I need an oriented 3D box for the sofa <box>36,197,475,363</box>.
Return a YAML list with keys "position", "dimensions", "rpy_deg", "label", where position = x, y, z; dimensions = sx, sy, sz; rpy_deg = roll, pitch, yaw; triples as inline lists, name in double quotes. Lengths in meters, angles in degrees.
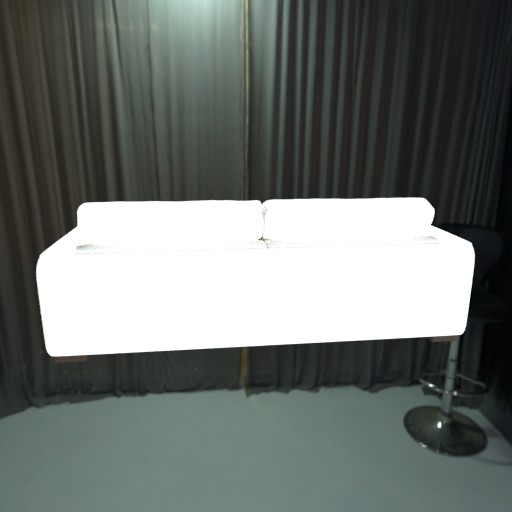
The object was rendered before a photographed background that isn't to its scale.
- position: [0.000, 0.000, 2.767]
  dimensions: [2.262, 0.801, 1.070]
  rpy_deg: [-2, 16, -6]
  label: "sofa"
